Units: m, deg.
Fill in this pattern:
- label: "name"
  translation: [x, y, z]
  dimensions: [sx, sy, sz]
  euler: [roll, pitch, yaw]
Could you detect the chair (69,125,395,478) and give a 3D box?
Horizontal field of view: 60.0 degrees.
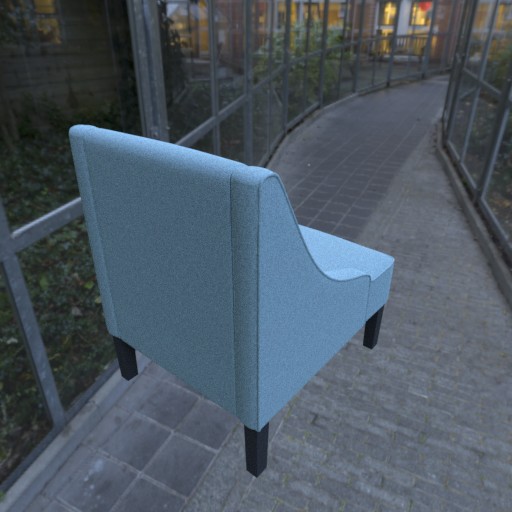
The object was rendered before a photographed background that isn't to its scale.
- label: "chair"
  translation: [0.000, 0.000, 1.880]
  dimensions: [0.857, 1.133, 1.025]
  euler: [21, 35, 34]
